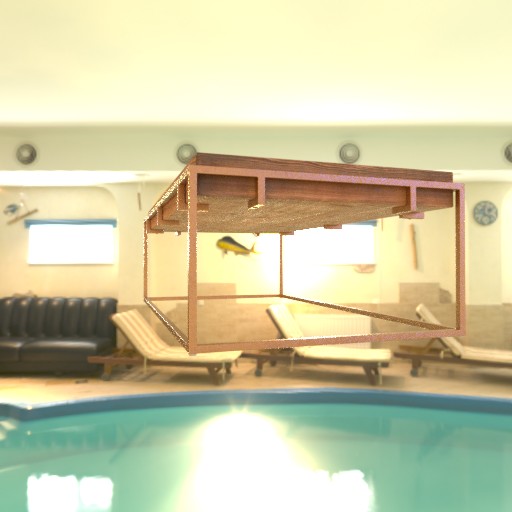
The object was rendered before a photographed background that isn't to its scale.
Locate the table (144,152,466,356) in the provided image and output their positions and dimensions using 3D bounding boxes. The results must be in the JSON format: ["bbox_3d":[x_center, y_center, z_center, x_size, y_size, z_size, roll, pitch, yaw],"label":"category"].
[{"bbox_3d":[0.000,0.000,1.776,0.775,0.468,1.387,0,-1,-18],"label":"table"}]
